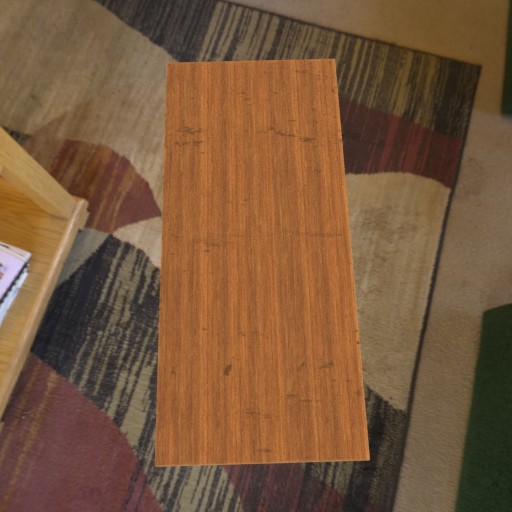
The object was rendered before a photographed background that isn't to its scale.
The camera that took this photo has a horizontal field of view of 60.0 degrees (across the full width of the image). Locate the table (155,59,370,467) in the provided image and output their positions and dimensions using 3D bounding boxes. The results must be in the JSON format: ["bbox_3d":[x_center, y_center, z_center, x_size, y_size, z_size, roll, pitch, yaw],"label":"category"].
[{"bbox_3d":[0.000,0.000,2.707,1.000,0.757,2.200,-2,75,0],"label":"table"}]
